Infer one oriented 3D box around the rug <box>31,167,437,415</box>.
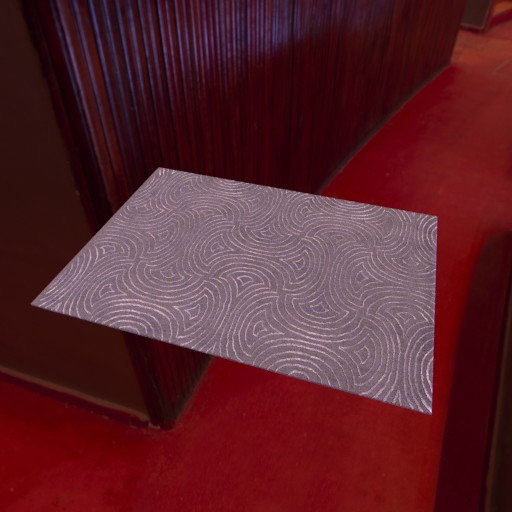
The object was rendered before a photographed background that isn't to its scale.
[{"bbox_3d":[0.000,0.000,2.773,2.144,0.015,1.543,12,43,13],"label":"rug"}]
